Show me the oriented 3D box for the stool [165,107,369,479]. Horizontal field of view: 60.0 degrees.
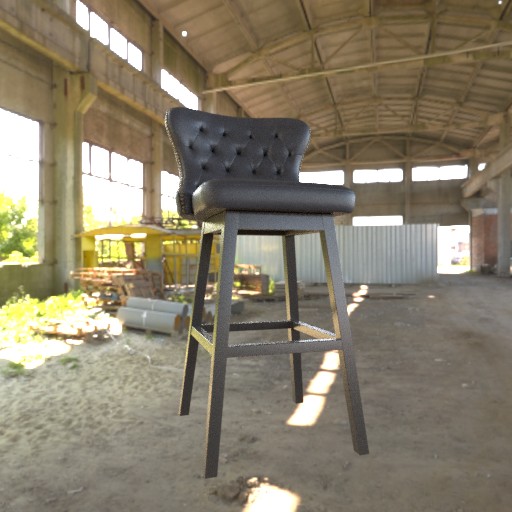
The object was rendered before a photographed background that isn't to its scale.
[{"bbox_3d":[0.000,0.000,1.396,0.528,1.050,0.601,0,0,-17],"label":"stool"}]
